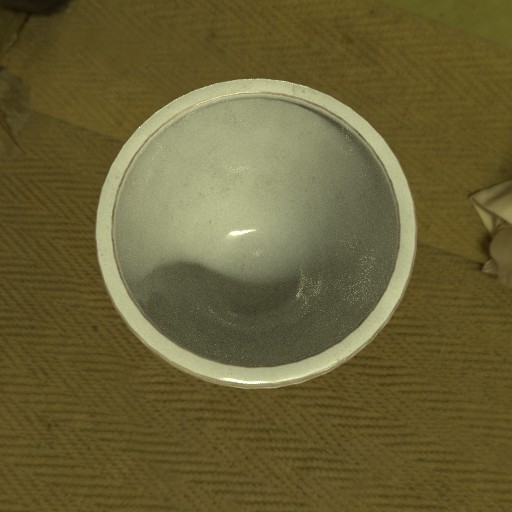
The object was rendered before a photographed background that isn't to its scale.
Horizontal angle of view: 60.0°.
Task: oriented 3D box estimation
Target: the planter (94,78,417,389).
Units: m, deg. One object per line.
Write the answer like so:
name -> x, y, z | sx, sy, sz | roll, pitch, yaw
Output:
planter -> 0.000, 0.000, 0.357 | 0.197, 0.191, 0.197 | 0, 77, 0
